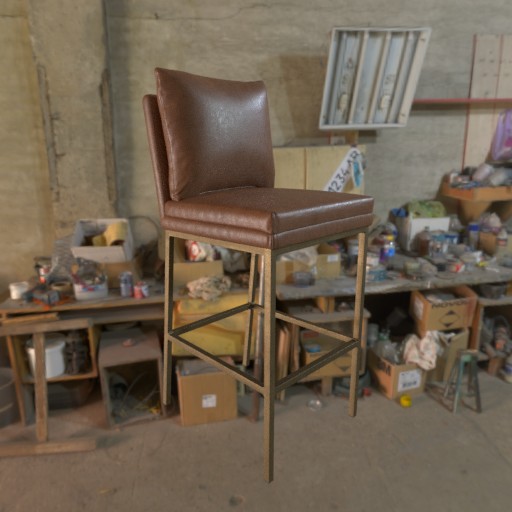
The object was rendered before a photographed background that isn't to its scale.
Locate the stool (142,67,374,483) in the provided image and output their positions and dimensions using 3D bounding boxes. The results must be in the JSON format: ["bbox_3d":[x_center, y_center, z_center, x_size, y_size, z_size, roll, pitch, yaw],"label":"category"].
[{"bbox_3d":[0.000,0.000,1.424,0.571,1.124,0.463,14,20,43],"label":"stool"}]
